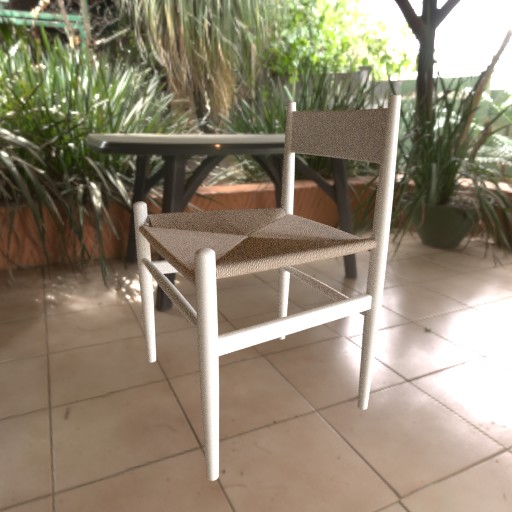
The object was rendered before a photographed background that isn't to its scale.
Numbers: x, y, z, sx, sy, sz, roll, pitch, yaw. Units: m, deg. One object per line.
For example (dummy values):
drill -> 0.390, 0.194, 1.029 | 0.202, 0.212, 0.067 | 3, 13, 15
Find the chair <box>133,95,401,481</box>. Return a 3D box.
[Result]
chair -> 0.000, 0.000, 1.128 | 0.495, 0.762, 0.556 | -8, 19, -25
